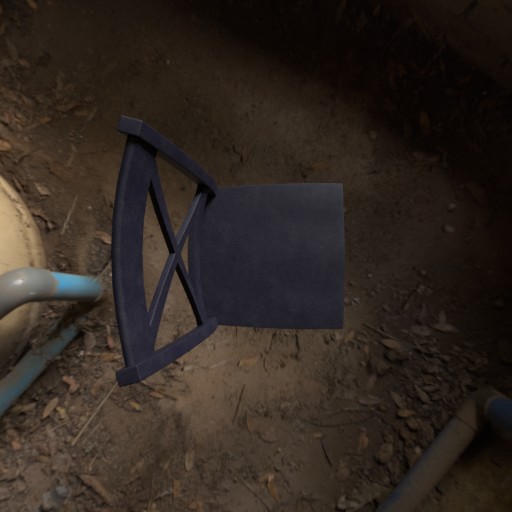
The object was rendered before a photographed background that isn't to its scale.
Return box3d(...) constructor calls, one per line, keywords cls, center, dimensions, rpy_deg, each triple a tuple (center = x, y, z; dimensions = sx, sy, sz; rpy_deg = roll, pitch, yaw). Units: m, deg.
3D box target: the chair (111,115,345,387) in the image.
box3d(cls="chair", center=(0.000, 0.000, 1.283), dimensions=(0.542, 0.983, 0.485), rpy_deg=(0, 89, -1))
